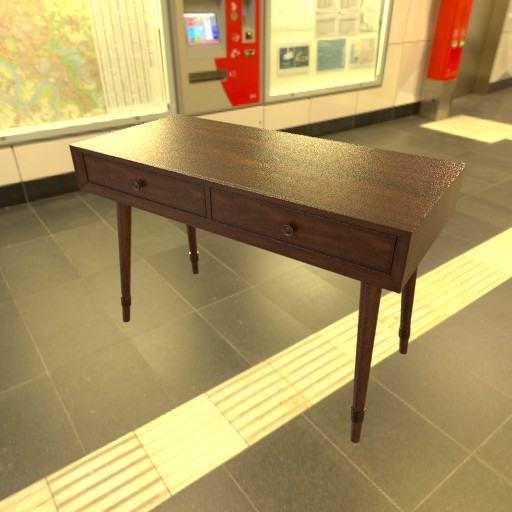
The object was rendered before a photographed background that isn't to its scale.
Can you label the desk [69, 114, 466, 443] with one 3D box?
[{"bbox_3d":[0.000,0.000,2.183,1.577,1.031,0.734,19,35,29],"label":"desk"}]
